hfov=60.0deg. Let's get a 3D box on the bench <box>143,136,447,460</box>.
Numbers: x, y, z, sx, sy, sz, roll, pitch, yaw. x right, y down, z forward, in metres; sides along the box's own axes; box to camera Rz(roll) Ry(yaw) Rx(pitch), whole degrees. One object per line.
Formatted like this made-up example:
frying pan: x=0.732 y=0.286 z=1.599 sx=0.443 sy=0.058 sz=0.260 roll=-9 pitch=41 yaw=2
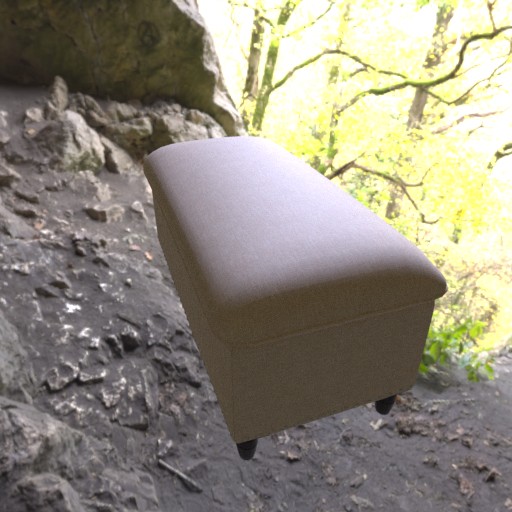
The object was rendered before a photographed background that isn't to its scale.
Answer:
bench: x=0.000 y=0.000 z=1.258 sx=0.483 sy=0.483 sz=0.991 roll=-11 pitch=32 yaw=-17
